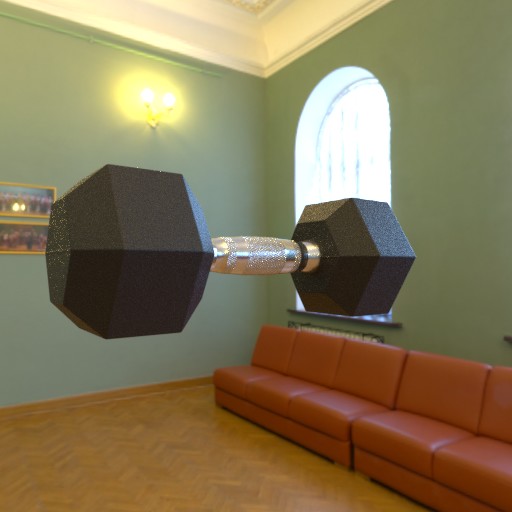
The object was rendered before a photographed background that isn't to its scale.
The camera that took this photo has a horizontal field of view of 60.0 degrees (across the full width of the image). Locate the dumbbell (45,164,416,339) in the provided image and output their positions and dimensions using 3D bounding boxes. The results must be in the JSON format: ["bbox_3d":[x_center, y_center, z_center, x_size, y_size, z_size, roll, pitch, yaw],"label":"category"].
[{"bbox_3d":[0.000,0.000,0.426,0.356,0.123,0.141,1,-2,-36],"label":"dumbbell"}]
